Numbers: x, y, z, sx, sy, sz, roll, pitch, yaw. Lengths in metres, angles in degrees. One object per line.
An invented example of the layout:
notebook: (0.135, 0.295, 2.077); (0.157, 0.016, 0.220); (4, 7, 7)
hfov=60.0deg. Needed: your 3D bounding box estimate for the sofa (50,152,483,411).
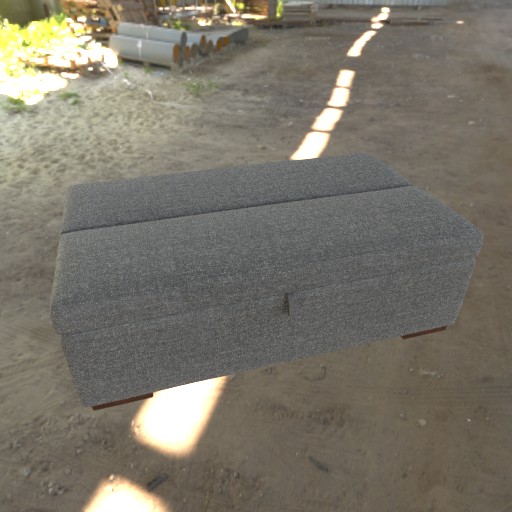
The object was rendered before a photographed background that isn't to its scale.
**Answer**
sofa: (0.000, 0.000, 1.544); (1.198, 0.417, 0.782); (-9, 34, -14)
